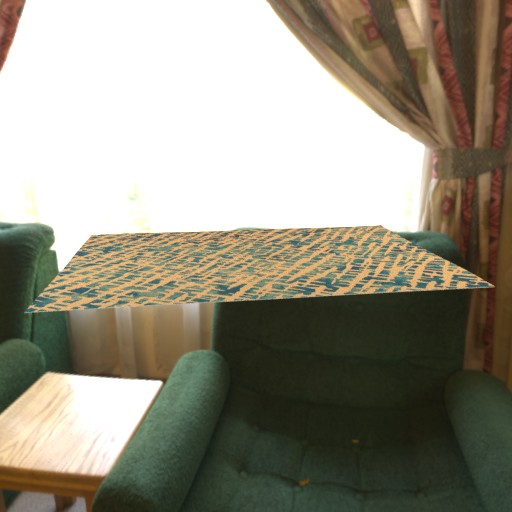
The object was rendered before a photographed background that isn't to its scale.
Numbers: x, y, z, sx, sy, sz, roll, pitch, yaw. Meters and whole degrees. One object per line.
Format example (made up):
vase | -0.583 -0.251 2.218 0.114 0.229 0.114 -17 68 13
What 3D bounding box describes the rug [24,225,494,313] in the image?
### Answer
rug | 0.000 0.000 2.995 2.447 0.011 1.520 -2 17 -8
